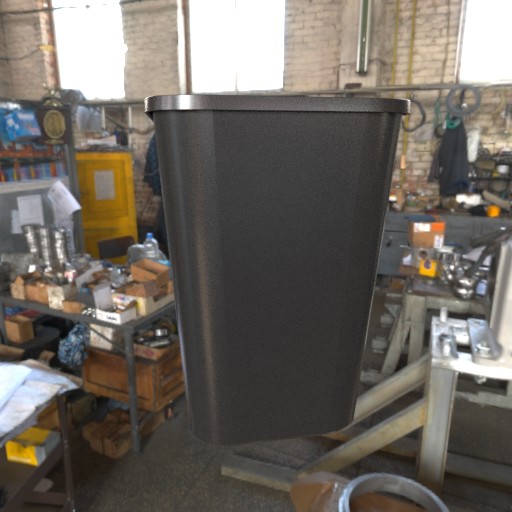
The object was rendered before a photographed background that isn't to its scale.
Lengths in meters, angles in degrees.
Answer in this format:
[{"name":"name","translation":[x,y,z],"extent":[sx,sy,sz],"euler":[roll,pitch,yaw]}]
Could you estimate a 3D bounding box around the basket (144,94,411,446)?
[{"name":"basket","translation":[0.000,0.000,0.492],"extent":[0.211,0.307,0.300],"euler":[-3,15,-10]}]
